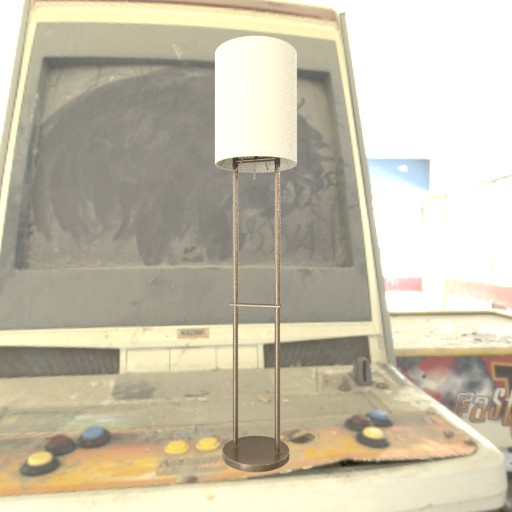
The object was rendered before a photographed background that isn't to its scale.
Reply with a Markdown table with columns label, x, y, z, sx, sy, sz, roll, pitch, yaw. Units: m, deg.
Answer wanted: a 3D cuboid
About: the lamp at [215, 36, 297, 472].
| label | x | y | z | sx | sy | sz | roll | pitch | yaw |
| --- | --- | --- | --- | --- | --- | --- | --- | --- | --- |
| lamp | 0.000 | 0.000 | 1.661 | 0.306 | 1.500 | 0.305 | 0 | 0 | 19 |
